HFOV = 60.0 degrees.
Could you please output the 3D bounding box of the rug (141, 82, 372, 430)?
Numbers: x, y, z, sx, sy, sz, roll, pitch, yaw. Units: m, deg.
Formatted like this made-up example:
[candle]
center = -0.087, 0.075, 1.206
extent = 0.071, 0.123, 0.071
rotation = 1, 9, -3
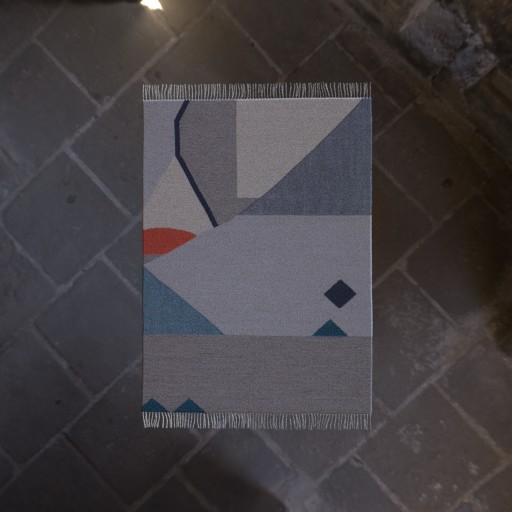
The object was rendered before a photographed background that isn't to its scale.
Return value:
[rug]
center = 0.000, 0.000, 2.342
extent = 1.220, 0.005, 1.828
rotation = 0, 90, 2
